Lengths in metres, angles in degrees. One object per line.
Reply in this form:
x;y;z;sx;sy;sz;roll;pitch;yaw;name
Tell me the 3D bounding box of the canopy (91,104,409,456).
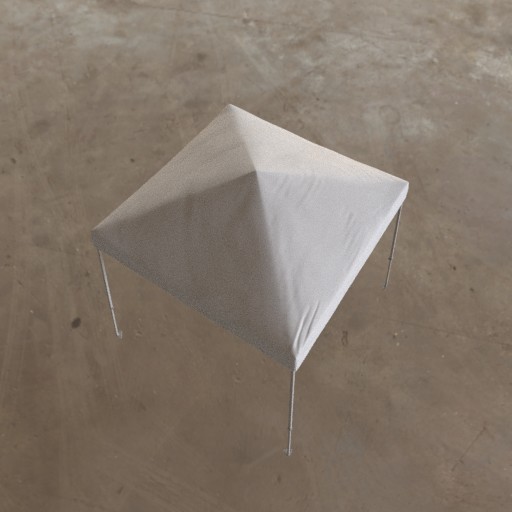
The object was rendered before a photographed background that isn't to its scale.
0.000;0.000;5.272;2.848;2.849;2.849;29;61;18;canopy
